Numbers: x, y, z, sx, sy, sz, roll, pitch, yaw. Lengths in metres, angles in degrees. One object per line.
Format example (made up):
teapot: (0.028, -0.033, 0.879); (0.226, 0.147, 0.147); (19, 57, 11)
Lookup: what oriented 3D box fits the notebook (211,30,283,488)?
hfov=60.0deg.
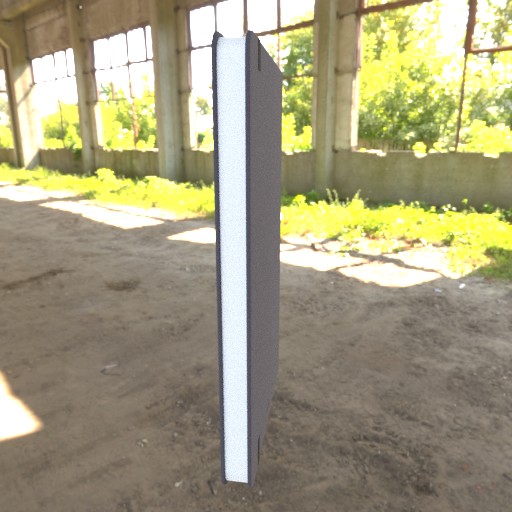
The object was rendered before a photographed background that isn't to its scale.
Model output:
notebook: (0.000, 0.000, 0.254); (0.016, 0.213, 0.127); (2, 15, 9)
